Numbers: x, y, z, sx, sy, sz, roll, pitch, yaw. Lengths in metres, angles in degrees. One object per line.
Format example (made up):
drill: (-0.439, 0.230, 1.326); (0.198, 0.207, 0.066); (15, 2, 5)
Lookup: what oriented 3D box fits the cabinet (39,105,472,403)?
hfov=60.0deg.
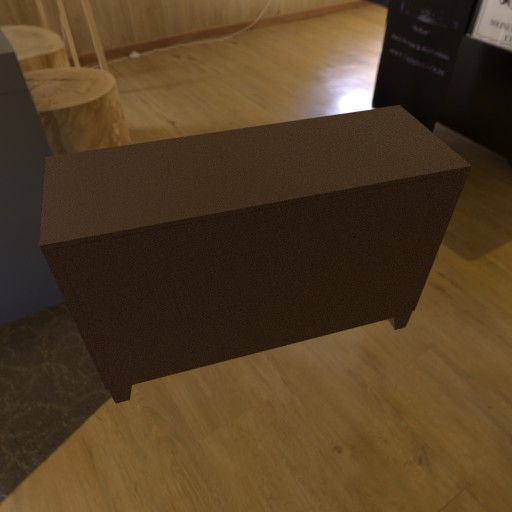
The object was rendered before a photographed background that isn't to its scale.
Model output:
cabinet: (0.000, 0.000, 1.854); (1.396, 0.914, 0.482); (-12, 45, -12)
